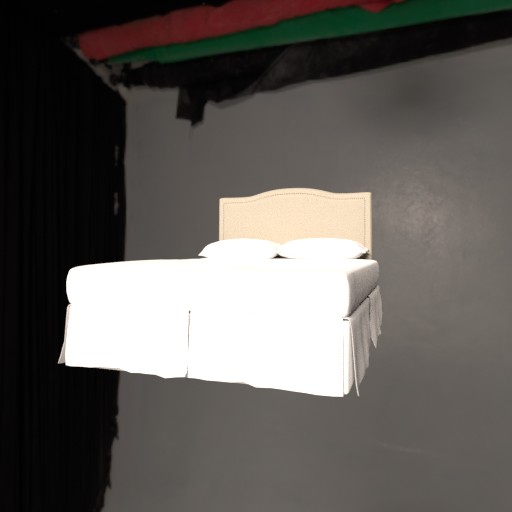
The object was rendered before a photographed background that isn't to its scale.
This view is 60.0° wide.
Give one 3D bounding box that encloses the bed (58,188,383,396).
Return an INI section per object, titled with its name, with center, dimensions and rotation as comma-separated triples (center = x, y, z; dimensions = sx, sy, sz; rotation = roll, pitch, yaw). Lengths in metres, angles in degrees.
[bed]
center = 0.000, 0.000, 3.740
dimensions = 1.977, 1.437, 2.477
rotation = 0, 1, 19
